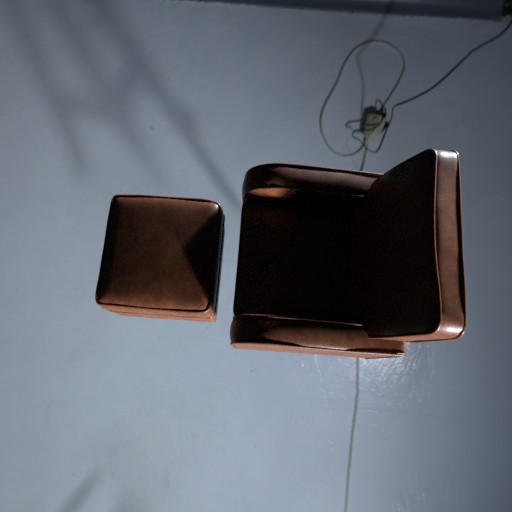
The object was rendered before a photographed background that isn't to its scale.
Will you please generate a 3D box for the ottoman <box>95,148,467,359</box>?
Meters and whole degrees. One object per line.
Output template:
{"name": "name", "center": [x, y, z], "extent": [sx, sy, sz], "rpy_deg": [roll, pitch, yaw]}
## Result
{"name": "ottoman", "center": [0.000, 0.000, 1.822], "extent": [1.314, 0.904, 0.732], "rpy_deg": [4, 76, 1]}
